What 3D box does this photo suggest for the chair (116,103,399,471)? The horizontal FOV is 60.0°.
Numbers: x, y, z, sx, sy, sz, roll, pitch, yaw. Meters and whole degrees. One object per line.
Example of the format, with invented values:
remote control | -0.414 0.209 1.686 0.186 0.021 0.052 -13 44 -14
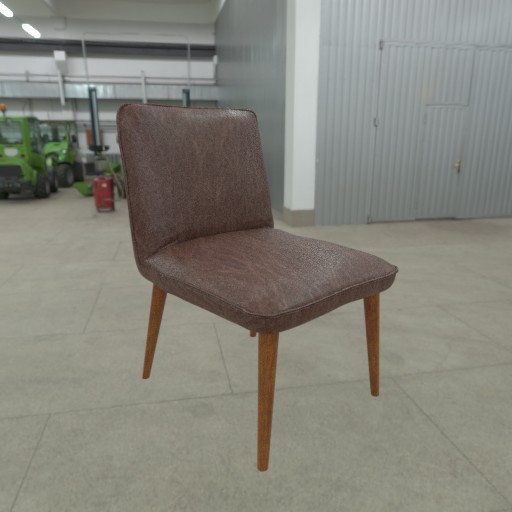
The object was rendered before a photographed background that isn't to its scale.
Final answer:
chair | 0.000 0.000 1.212 0.645 0.803 0.543 14 20 41
